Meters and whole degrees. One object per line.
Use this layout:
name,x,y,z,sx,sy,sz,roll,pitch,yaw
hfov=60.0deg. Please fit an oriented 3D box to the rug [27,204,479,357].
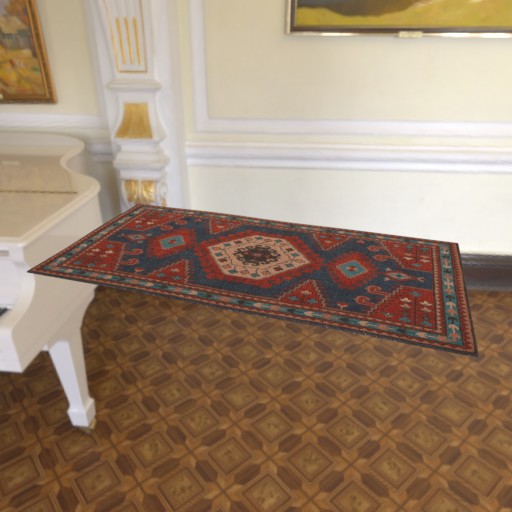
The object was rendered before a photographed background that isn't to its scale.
rug,0.000,0.000,3.453,3.032,0.034,1.522,8,28,16
